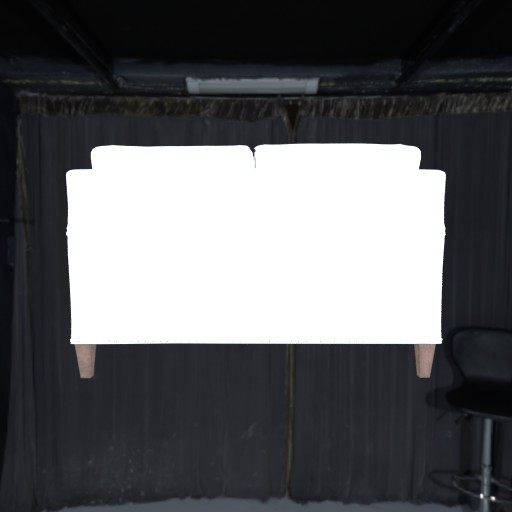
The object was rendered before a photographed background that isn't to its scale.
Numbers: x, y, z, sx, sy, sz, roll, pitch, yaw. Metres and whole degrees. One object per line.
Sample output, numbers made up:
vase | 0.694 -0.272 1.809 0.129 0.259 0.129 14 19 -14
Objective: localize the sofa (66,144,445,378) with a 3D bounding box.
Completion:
sofa | 0.000 0.000 2.287 1.597 1.003 1.084 0 2 0
